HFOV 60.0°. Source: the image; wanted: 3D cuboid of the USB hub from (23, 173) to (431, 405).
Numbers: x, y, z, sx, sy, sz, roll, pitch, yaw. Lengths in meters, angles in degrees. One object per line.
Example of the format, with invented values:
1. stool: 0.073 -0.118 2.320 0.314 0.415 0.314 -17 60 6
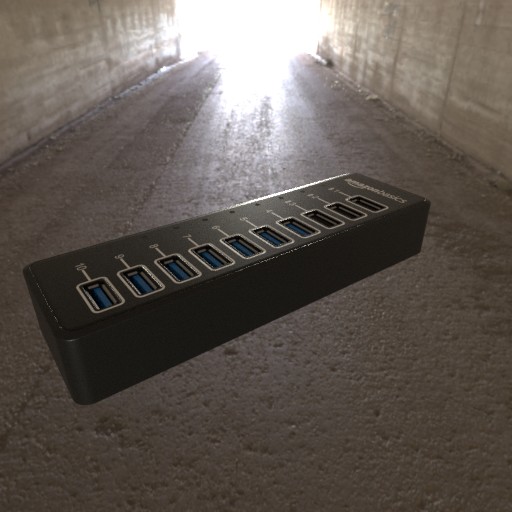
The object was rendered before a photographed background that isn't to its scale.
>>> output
1. USB hub: 0.000 0.000 0.161 0.145 0.023 0.044 -20 36 -30
